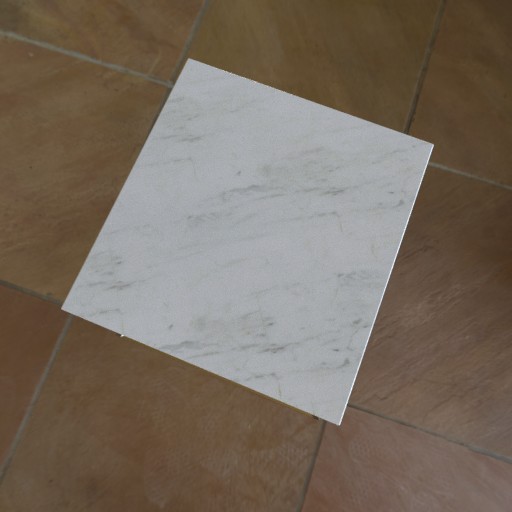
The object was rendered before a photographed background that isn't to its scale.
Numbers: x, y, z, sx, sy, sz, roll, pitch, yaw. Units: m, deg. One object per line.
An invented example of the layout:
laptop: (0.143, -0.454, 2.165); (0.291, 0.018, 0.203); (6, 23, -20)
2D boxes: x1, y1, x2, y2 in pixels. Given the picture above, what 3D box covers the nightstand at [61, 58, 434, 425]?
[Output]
nightstand: (0.000, 0.000, 0.888); (0.514, 0.426, 0.513); (21, 77, 5)
